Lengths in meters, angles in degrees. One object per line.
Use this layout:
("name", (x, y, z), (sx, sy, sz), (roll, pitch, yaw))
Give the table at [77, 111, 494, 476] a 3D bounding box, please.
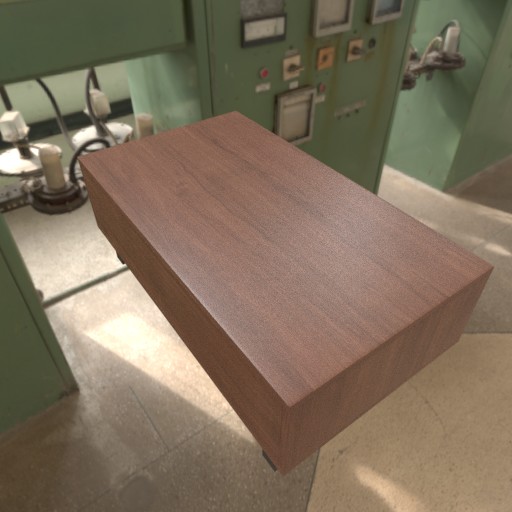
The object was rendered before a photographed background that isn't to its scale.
("table", (0.000, 0.000, 1.288), (0.600, 0.380, 1.020), (-25, 47, -26))
